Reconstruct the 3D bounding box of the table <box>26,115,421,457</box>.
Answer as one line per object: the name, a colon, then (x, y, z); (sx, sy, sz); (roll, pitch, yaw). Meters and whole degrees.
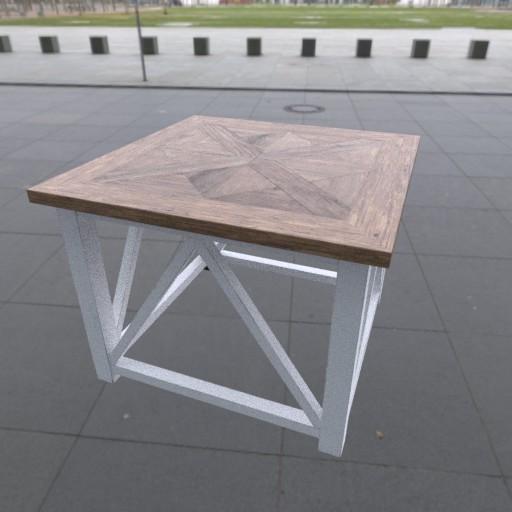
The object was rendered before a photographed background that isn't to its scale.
table: (0.000, 0.000, 1.177); (0.700, 0.532, 0.700); (11, 32, 18)
